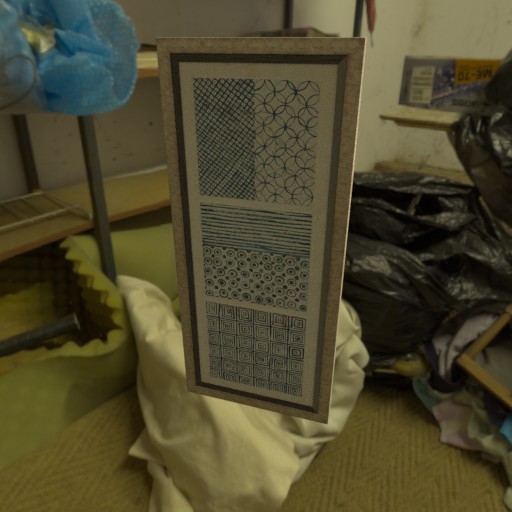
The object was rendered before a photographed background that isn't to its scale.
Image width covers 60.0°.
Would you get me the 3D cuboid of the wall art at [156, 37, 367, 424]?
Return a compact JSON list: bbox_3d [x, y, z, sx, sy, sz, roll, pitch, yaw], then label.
[{"bbox_3d":[0.000,0.000,1.651,0.648,1.461,0.051,8,27,16],"label":"wall art"}]
